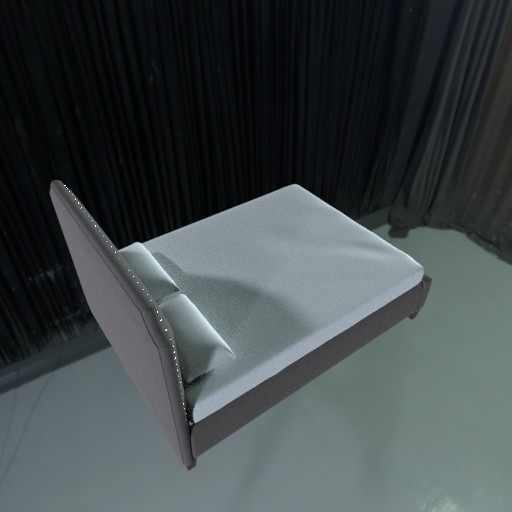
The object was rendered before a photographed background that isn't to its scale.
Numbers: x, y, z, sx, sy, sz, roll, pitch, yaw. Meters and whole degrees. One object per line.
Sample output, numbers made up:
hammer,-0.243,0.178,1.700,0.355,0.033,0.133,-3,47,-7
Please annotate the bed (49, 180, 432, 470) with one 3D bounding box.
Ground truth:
bed,0.000,0.000,3.437,2.372,1.443,1.713,-25,46,-27
